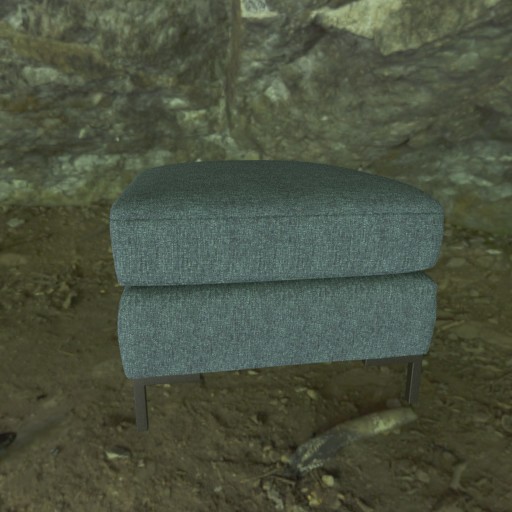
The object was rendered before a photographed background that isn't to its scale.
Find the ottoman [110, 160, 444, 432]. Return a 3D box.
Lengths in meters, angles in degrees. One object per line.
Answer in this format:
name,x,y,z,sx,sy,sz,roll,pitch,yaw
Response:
ottoman,0.000,0.000,1.303,0.695,0.533,0.831,-3,16,-9
